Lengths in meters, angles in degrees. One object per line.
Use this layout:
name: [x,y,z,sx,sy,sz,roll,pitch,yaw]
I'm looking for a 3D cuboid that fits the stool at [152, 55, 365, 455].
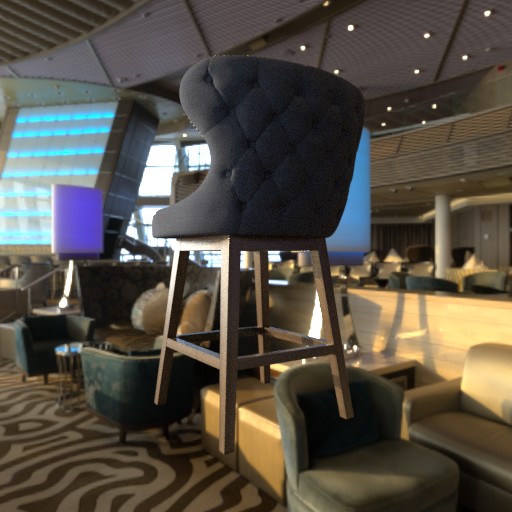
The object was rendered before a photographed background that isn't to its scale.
stool: [0.000,0.000,1.369,0.615,0.972,0.597,0,0,-34]
